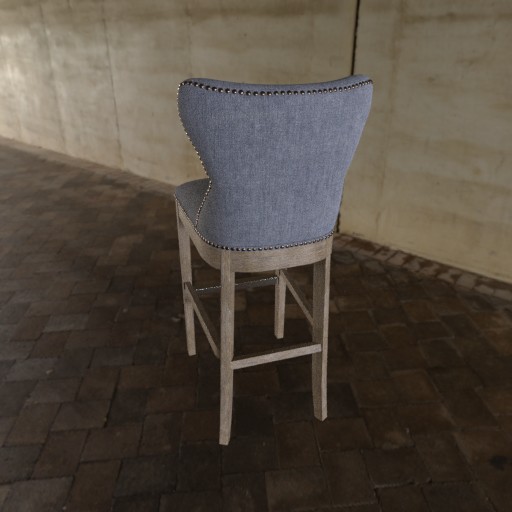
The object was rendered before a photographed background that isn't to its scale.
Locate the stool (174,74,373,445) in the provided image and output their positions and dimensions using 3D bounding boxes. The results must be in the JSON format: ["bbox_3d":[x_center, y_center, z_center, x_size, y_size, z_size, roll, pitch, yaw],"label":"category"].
[{"bbox_3d":[0.000,0.000,1.457,0.494,1.123,0.606,-8,27,-16],"label":"stool"}]
